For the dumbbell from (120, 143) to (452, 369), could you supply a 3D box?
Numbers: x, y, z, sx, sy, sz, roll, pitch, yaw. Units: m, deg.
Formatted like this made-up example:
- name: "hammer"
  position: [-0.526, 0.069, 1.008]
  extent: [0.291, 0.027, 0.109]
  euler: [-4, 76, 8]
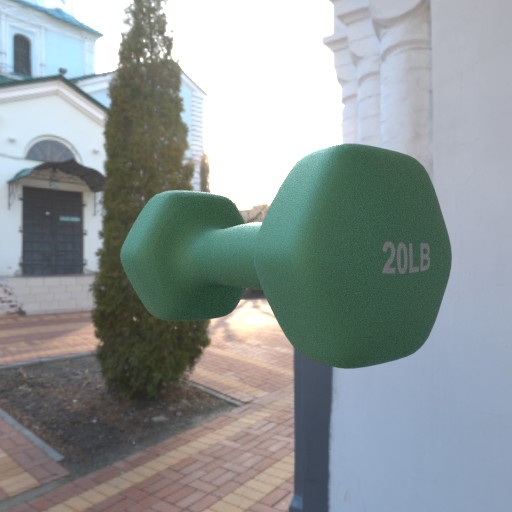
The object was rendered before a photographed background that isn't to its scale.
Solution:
- name: "dumbbell"
  position: [0.000, 0.000, 0.327]
  extent: [0.129, 0.117, 0.260]
  euler: [0, 0, -36]
